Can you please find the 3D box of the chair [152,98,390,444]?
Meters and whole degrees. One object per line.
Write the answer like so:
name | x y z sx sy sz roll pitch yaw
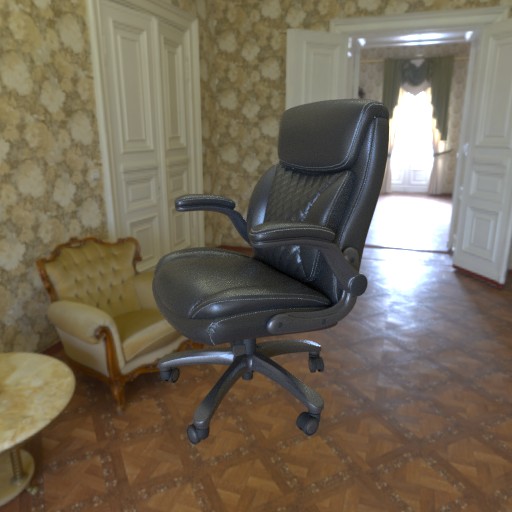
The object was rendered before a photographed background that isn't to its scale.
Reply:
chair | 0.000 0.000 1.640 0.724 1.110 0.782 -8 17 -26
